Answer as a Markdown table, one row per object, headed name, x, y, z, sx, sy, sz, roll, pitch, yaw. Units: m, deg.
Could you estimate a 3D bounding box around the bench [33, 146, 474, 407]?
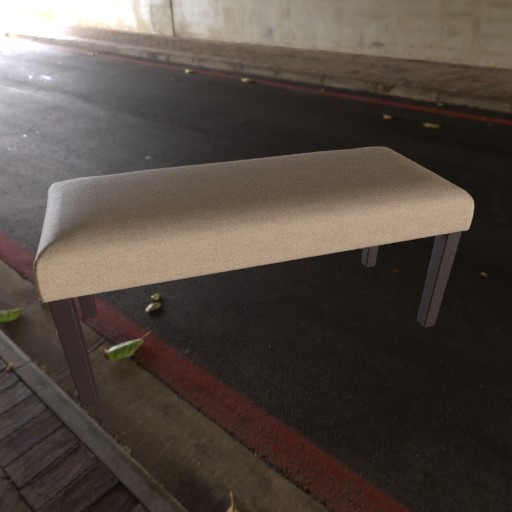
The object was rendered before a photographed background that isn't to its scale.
| name | x | y | z | sx | sy | sz | roll | pitch | yaw |
| --- | --- | --- | --- | --- | --- | --- | --- | --- | --- |
| bench | 0.000 | 0.000 | 1.214 | 1.013 | 0.456 | 0.407 | -9 | 33 | -15 |
